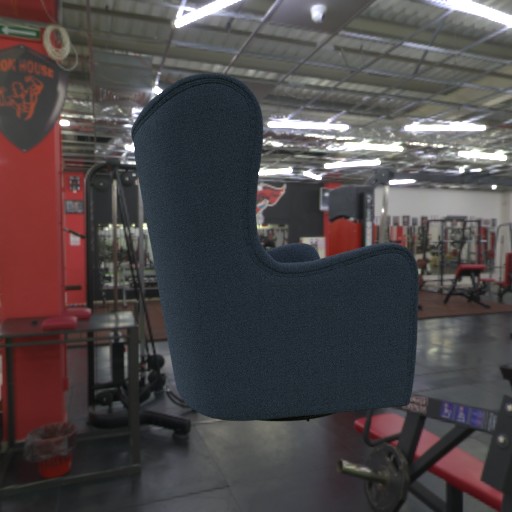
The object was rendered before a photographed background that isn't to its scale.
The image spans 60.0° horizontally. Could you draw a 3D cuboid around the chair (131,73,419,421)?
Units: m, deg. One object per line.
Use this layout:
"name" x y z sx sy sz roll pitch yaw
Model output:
"chair" 0.000 0.000 1.730 0.930 1.079 0.831 -1 2 -18
